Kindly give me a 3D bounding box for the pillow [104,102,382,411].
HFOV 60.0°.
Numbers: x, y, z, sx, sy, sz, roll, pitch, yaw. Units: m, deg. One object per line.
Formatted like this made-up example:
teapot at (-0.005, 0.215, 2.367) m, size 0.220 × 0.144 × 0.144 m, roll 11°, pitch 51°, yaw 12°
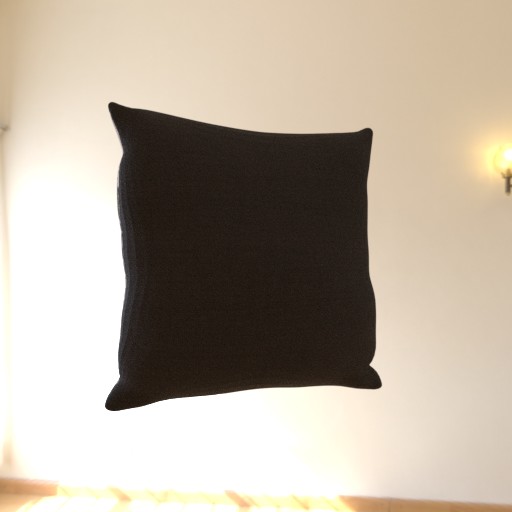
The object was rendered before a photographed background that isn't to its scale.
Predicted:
pillow at (0.000, 0.000, 0.685) m, size 0.440 × 0.441 × 0.182 m, roll 1°, pitch -2°, yaw -19°
